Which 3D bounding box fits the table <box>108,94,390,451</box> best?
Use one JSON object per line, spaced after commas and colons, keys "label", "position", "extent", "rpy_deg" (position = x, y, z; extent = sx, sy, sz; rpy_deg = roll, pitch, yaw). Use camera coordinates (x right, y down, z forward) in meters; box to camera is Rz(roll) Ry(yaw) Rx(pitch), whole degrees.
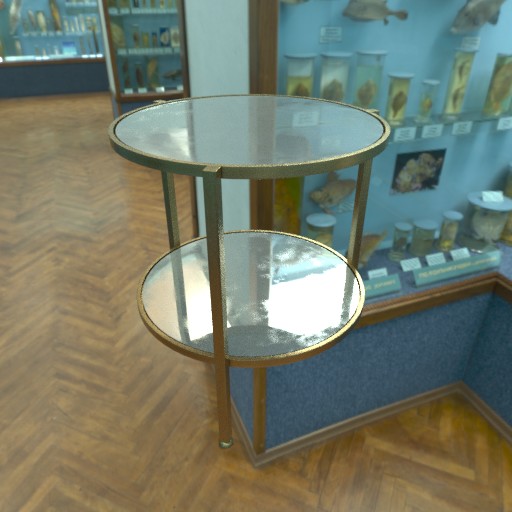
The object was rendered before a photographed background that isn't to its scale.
{"label": "table", "position": [0.000, 0.000, 0.447], "extent": [0.243, 0.269, 0.231], "rpy_deg": [-10, 32, -16]}
